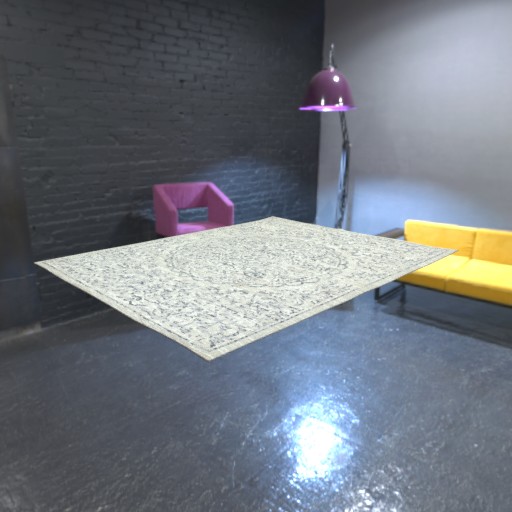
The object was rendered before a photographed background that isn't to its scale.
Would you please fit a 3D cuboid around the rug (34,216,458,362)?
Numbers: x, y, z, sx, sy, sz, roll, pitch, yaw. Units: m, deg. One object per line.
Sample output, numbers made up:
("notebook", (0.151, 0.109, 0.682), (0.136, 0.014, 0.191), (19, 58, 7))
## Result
("rug", (0.000, 0.000, 3.890), (2.925, 0.026, 2.343), (-15, 21, -42))
